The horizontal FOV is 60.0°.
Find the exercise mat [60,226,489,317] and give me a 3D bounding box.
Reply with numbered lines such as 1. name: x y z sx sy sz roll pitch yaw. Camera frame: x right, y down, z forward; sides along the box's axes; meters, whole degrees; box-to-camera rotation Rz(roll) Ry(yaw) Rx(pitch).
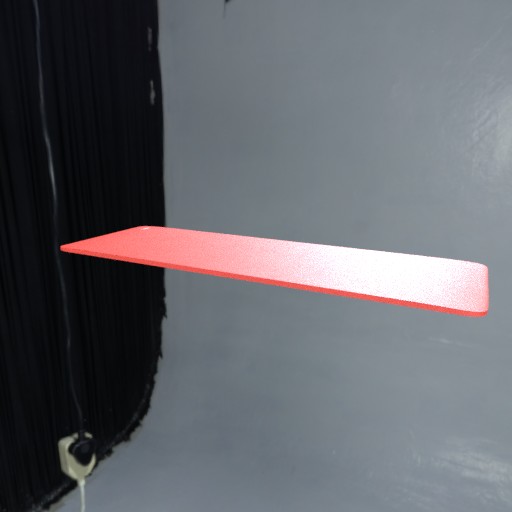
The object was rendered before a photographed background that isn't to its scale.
1. exercise mat: 0.000 0.000 1.996 1.869 0.021 0.616 8 17 26
